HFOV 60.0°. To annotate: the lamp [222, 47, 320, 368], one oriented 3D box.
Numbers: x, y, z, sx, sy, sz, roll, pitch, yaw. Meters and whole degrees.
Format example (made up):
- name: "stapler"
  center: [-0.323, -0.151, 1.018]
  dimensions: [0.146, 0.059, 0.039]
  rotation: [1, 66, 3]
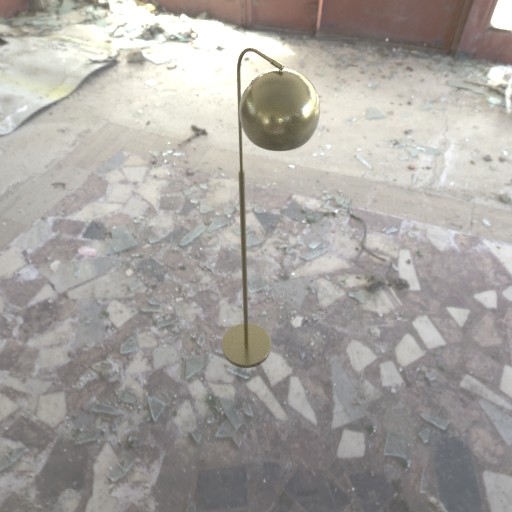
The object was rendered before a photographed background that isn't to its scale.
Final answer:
- name: "lamp"
  center: [0.000, 0.000, 1.669]
  dimensions: [0.250, 1.526, 0.431]
  rotation: [-25, 52, -21]
